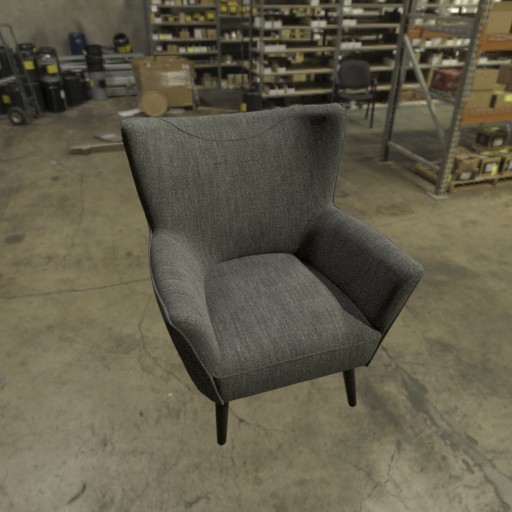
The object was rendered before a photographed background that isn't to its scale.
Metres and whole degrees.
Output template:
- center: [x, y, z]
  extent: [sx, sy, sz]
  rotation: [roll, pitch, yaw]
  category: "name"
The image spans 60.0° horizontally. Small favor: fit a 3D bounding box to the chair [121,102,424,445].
- center: [0.000, 0.000, 1.585]
  extent: [0.781, 0.933, 0.888]
  rotation: [-10, 33, -16]
  category: "chair"
